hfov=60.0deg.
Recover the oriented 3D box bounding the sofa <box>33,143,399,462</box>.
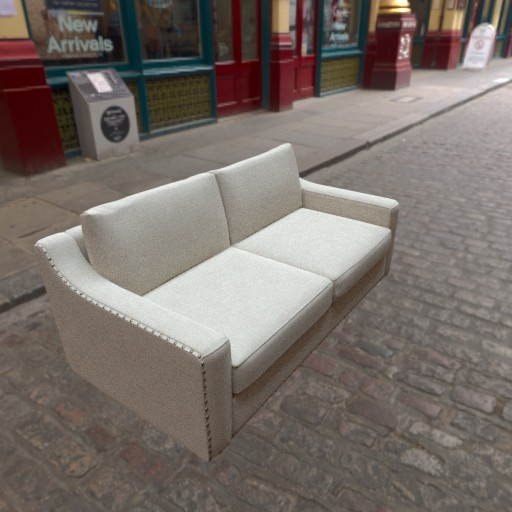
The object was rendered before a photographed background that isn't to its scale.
[{"bbox_3d":[0.000,0.000,2.719,1.104,0.983,2.107,18,32,31],"label":"sofa"}]
